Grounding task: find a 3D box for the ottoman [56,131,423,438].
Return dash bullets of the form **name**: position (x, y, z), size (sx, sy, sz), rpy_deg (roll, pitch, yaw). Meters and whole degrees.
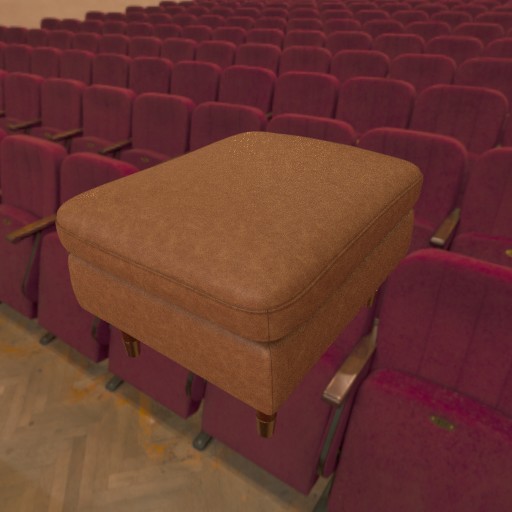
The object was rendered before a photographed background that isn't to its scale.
- **ottoman**: position (0.000, 0.000, 1.121), size (0.593, 0.478, 0.747), rpy_deg (20, 37, 29)
